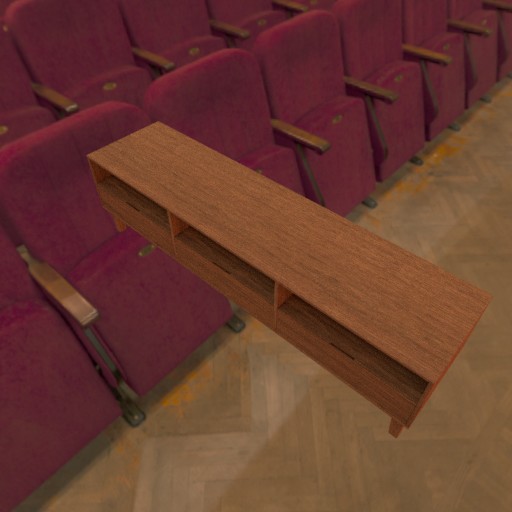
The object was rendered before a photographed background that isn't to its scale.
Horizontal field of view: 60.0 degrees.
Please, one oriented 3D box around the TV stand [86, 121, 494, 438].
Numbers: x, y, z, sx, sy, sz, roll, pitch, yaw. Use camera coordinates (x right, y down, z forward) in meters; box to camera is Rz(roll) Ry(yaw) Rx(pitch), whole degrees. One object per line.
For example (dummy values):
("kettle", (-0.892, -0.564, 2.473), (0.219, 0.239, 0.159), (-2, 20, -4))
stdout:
("TV stand", (0.000, 0.000, 1.653), (1.482, 0.409, 0.366), (33, 54, 28))
